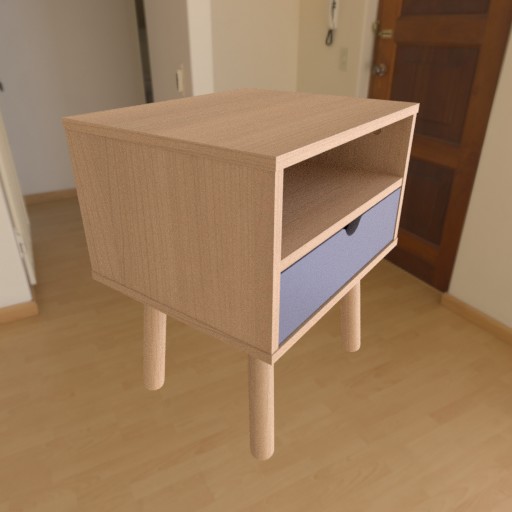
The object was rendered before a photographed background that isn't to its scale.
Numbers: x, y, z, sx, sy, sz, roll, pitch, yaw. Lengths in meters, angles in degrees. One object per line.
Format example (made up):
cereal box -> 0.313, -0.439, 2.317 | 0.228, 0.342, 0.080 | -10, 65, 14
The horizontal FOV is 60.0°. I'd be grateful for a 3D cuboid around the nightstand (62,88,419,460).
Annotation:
nightstand -> 0.000, 0.000, 0.835 | 0.380, 0.530, 0.450 | 19, 33, 32
